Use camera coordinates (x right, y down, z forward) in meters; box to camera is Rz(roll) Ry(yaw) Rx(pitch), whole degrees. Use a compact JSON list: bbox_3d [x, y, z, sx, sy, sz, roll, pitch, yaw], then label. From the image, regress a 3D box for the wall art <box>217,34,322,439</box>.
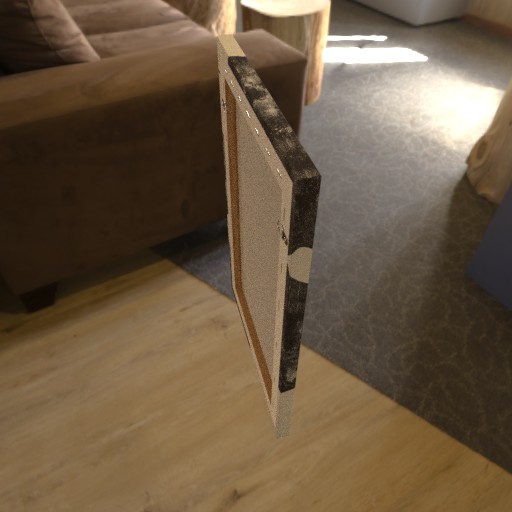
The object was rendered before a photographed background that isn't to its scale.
[{"bbox_3d":[0.000,0.000,1.182,0.041,0.915,0.610,-11,46,-10],"label":"wall art"}]
